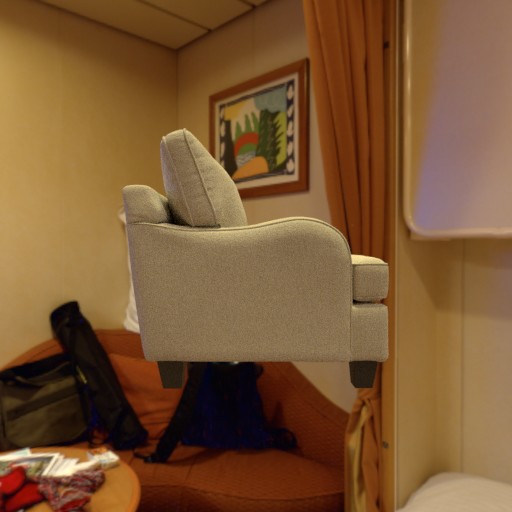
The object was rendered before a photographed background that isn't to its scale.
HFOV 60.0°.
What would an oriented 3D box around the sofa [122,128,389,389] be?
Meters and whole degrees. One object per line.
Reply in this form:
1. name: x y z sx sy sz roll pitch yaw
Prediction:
1. sofa: 0.000 0.000 2.786 1.016 0.991 2.323 0 1 0
